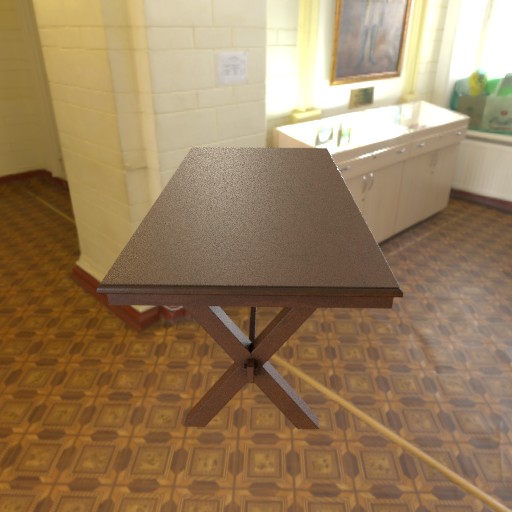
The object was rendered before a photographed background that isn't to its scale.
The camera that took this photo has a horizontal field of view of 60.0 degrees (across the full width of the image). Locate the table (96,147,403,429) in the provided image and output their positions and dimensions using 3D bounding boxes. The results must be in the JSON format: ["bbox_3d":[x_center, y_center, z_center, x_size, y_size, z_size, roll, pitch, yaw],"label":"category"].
[{"bbox_3d":[0.000,0.000,1.492,0.594,0.459,1.197,1,27,1],"label":"table"}]
